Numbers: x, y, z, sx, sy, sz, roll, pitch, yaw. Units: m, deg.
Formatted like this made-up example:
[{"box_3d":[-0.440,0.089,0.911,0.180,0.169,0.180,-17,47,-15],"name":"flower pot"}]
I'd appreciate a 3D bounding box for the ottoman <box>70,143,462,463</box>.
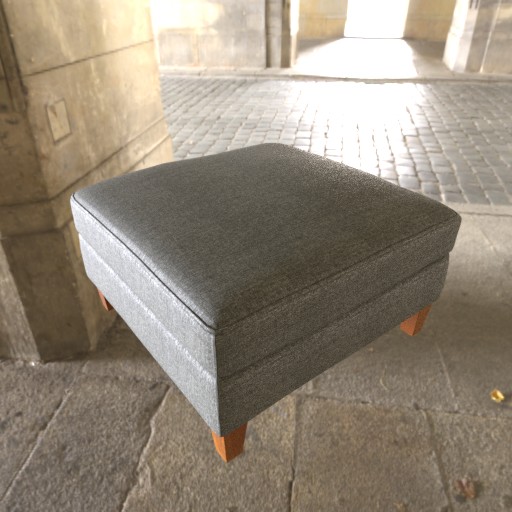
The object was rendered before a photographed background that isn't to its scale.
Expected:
[{"box_3d":[0.000,0.000,1.372,0.838,0.481,0.838,-22,38,-32],"name":"ottoman"}]
